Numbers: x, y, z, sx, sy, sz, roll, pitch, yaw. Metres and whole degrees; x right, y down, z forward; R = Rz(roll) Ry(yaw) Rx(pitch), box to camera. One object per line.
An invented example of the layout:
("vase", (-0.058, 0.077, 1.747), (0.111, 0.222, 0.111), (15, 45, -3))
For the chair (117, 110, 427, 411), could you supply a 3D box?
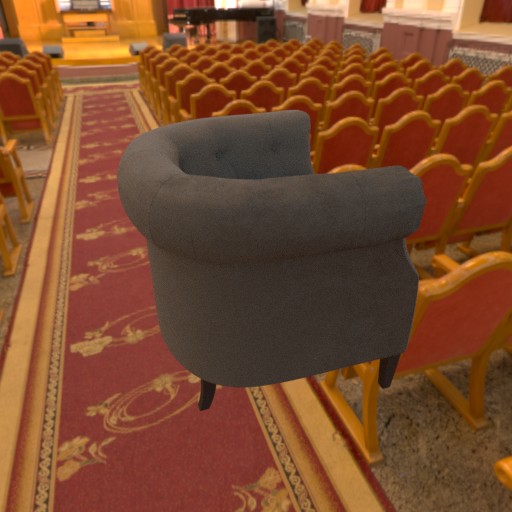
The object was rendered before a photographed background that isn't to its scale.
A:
("chair", (0.000, 0.000, 1.569), (0.851, 0.826, 0.904), (-9, 32, -15))
